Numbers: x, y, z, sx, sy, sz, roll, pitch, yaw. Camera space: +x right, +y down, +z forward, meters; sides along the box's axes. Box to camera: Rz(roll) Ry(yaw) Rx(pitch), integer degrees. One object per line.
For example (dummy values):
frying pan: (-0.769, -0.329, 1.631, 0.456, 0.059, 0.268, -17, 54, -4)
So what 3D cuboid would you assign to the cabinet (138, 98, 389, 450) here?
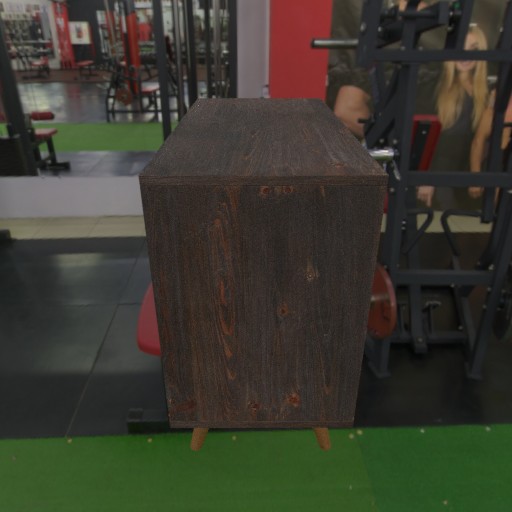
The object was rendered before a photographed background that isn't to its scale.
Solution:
cabinet: (0.000, 0.000, 1.537, 0.529, 0.897, 1.023, 0, 28, 0)
